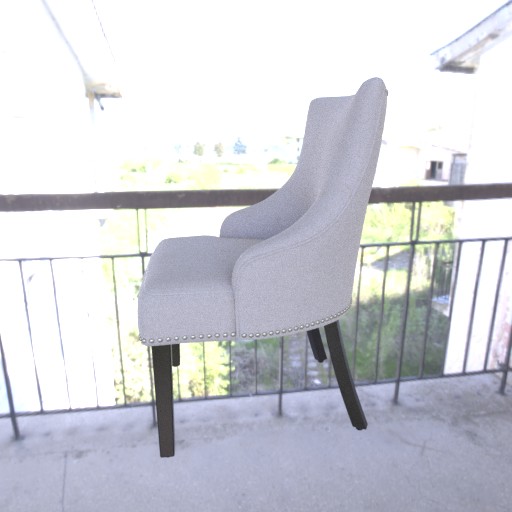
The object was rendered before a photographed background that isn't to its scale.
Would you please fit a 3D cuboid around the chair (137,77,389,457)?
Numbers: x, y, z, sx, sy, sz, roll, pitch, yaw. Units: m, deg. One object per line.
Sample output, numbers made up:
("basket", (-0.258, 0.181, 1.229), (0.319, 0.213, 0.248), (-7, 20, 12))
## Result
("chair", (0.000, 0.000, 1.271), (0.629, 0.909, 0.566), (-2, 14, -8))
